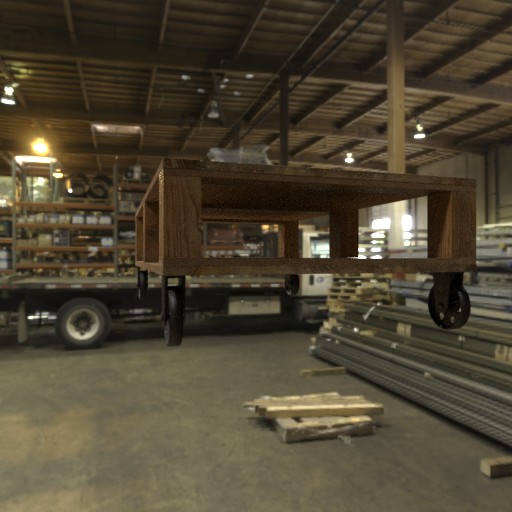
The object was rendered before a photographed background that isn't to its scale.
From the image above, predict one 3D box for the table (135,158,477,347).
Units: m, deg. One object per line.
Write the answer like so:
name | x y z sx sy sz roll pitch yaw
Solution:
table | 0.000 0.000 1.681 0.827 0.413 1.299 0 0 -18
